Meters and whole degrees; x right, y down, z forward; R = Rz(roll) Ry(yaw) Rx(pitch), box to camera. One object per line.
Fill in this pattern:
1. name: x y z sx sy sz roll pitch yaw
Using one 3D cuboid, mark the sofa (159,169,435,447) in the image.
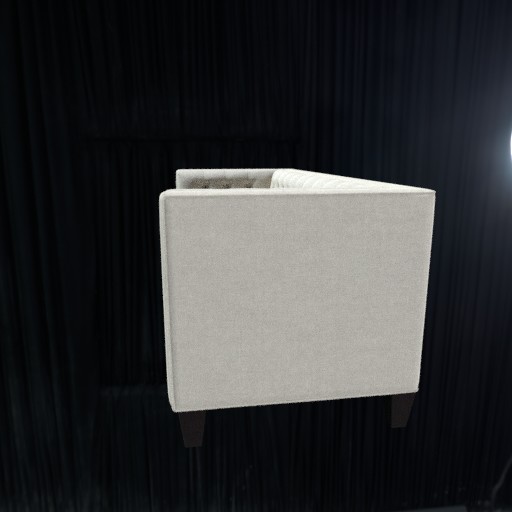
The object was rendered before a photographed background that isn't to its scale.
1. sofa: 0.000 0.000 2.126 0.775 0.762 1.778 -2 13 -8
